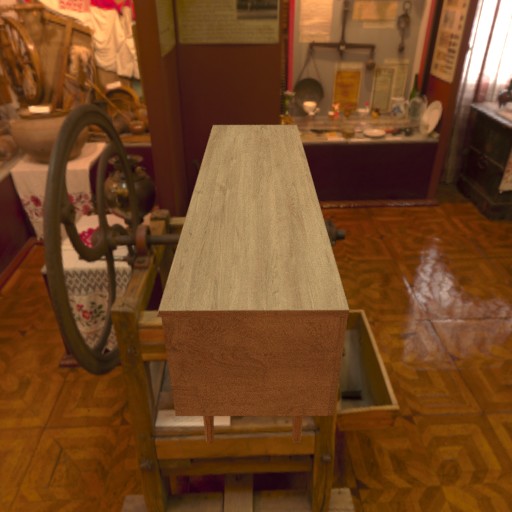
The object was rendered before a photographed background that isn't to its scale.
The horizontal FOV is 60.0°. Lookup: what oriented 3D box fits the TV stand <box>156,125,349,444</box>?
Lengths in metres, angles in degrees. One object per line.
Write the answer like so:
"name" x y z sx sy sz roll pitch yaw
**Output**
"TV stand" 0.000 0.000 1.578 0.401 0.565 1.313 0 32 0
